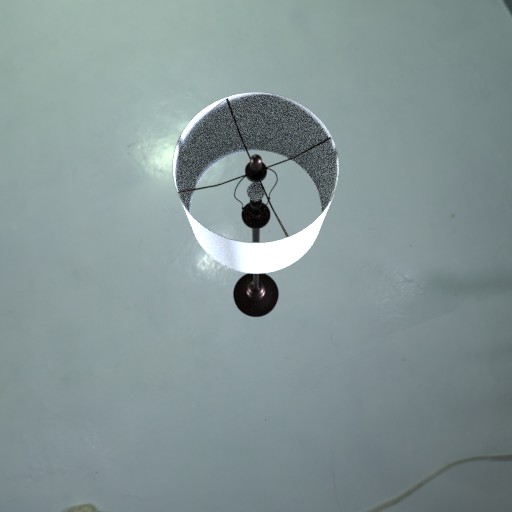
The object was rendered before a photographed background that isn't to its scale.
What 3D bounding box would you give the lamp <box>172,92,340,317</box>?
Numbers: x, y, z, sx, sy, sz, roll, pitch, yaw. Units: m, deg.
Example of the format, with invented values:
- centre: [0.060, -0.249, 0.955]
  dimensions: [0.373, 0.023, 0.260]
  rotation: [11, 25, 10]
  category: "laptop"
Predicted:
- centre: [0.000, 0.000, 1.634]
  dimensions: [0.356, 1.487, 0.356]
  rotation: [-21, 75, -6]
  category: "lamp"
